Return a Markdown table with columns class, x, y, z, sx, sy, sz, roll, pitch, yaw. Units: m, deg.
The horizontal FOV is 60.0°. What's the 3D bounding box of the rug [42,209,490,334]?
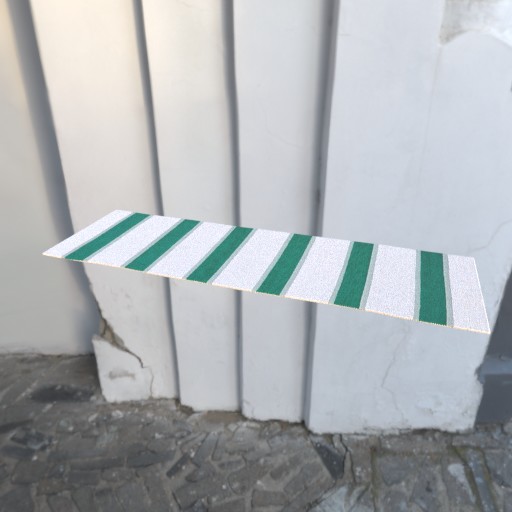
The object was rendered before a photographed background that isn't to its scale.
| class | x | y | z | sx | sy | sz | roll | pitch | yaw |
| --- | --- | --- | --- | --- | --- | --- | --- | --- | --- |
| rug | 0.000 | 0.000 | 2.624 | 2.438 | 0.012 | 0.768 | 9 | 28 | 16 |
